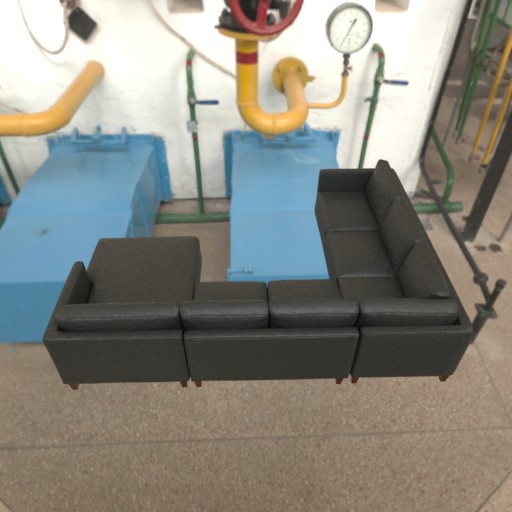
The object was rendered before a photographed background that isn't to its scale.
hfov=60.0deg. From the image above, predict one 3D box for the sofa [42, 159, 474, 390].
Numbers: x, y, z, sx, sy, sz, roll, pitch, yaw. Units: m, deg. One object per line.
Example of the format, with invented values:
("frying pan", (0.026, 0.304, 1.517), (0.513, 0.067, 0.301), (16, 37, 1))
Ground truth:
("sofa", (0.000, 0.000, 4.612), (3.460, 0.923, 2.593), (-1, 41, -1))
